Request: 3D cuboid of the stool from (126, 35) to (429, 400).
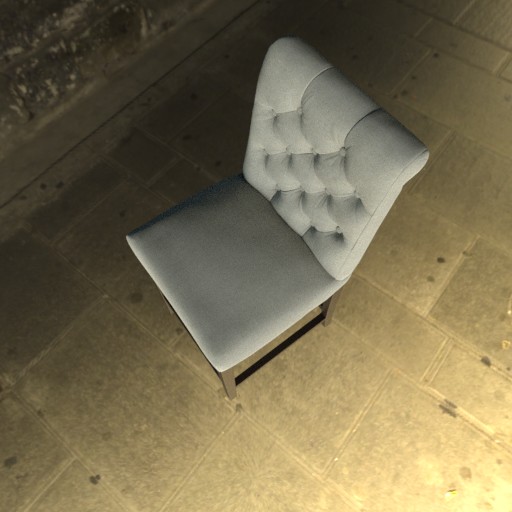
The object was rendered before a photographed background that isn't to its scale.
[{"bbox_3d":[0.000,0.000,1.366,0.601,1.040,0.493,-34,68,-15],"label":"stool"}]
